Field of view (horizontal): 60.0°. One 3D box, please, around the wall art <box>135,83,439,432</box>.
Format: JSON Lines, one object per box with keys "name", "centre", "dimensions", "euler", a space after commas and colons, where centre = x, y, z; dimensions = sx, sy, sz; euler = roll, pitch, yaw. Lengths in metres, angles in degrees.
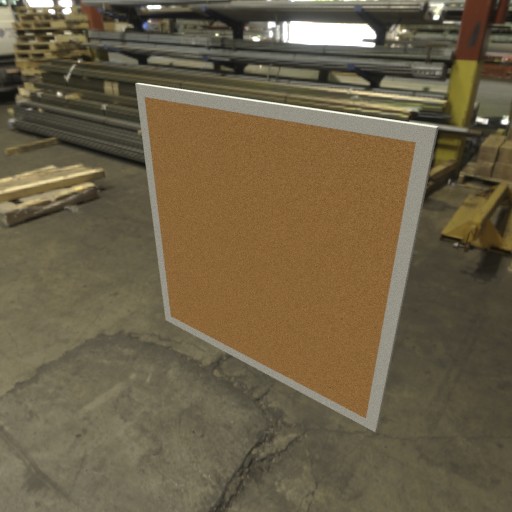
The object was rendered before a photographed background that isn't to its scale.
{"name": "wall art", "centre": [0.000, 0.000, 1.207], "dimensions": [0.812, 0.813, 0.013], "euler": [20, 36, 31]}
